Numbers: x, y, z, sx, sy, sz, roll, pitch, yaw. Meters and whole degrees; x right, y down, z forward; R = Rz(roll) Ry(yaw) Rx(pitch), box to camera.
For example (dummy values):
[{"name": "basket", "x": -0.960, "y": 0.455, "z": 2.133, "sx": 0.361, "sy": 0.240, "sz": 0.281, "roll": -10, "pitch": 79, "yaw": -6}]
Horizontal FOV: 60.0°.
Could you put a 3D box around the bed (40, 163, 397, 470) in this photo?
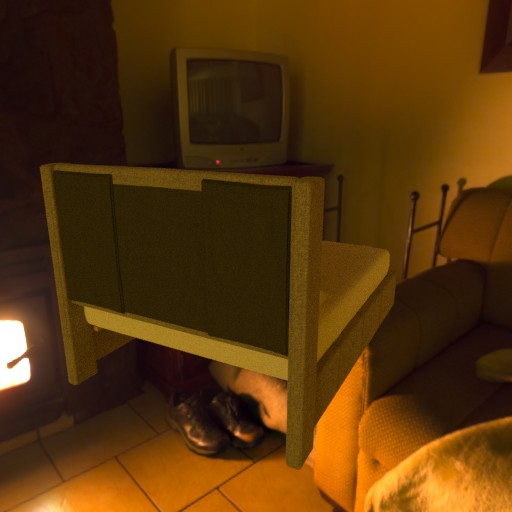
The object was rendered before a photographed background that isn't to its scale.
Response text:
[{"name": "bed", "x": 0.000, "y": 0.000, "z": 3.377, "sx": 1.714, "sy": 1.481, "sz": 2.245, "roll": 9, "pitch": 18, "yaw": 27}]
